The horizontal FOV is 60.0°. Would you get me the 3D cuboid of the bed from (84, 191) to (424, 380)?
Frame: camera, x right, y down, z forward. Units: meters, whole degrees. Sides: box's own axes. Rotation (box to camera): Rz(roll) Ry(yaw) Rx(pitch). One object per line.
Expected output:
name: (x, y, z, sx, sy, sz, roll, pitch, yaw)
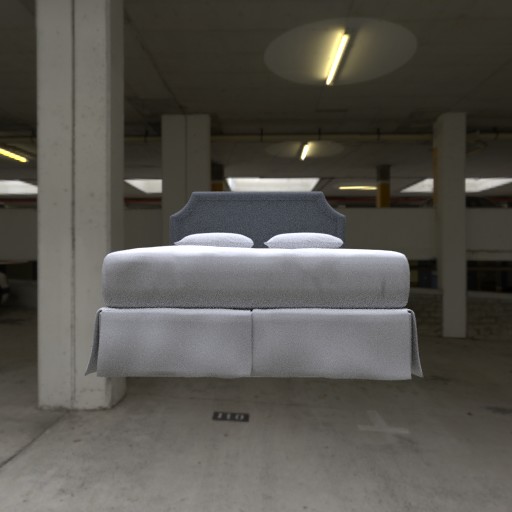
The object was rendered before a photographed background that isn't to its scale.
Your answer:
bed: (0.000, 0.000, 3.440, 1.811, 1.296, 2.259, 0, 0, 1)
